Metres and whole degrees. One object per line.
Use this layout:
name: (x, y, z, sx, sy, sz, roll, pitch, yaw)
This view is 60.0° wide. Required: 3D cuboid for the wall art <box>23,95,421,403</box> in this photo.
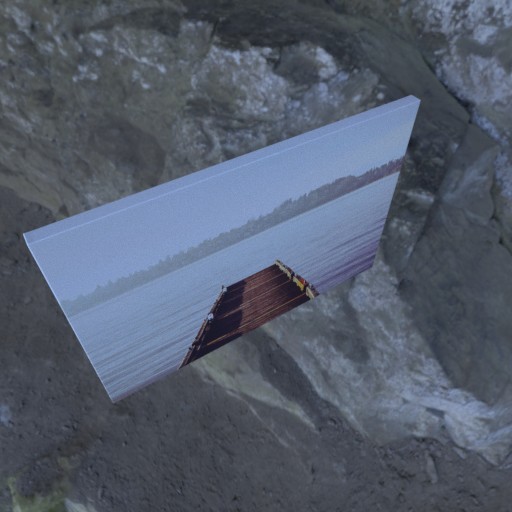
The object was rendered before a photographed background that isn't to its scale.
wall art: (0.000, 0.000, 1.421, 1.149, 0.765, 0.040, -25, 52, -21)
